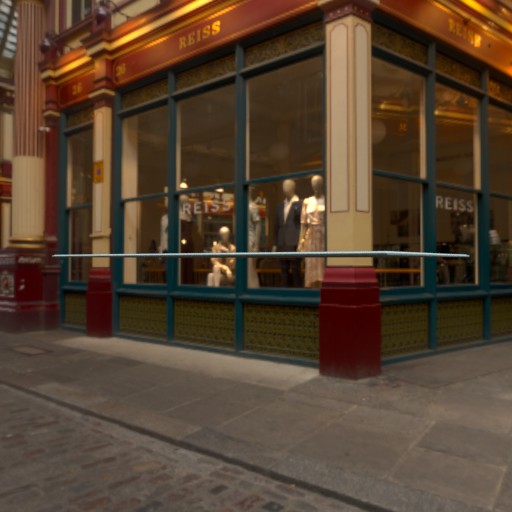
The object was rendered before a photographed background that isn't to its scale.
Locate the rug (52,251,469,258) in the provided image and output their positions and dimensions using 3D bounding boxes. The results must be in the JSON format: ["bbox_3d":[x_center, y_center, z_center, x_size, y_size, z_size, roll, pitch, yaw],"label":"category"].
[{"bbox_3d":[0.000,0.000,2.337,1.840,0.012,1.219,0,-1,36],"label":"rug"}]
